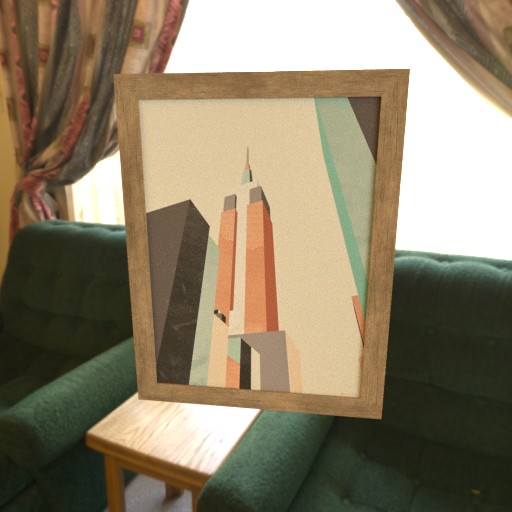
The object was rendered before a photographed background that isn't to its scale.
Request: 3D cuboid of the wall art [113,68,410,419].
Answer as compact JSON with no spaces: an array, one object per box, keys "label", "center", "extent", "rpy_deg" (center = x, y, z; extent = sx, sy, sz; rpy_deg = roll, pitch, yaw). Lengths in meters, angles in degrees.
[{"label":"wall art","center":[0.000,0.000,0.886],"extent":[0.534,0.686,0.018],"rpy_deg":[2,15,8]}]
